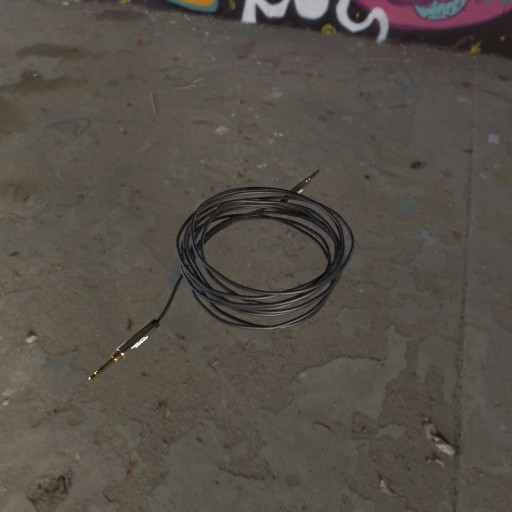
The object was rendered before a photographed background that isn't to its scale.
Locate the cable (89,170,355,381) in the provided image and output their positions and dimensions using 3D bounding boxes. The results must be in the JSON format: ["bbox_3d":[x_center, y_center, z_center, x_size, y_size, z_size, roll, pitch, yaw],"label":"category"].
[{"bbox_3d":[0.000,0.000,0.518,0.198,0.069,0.432,31,54,25],"label":"cable"}]
